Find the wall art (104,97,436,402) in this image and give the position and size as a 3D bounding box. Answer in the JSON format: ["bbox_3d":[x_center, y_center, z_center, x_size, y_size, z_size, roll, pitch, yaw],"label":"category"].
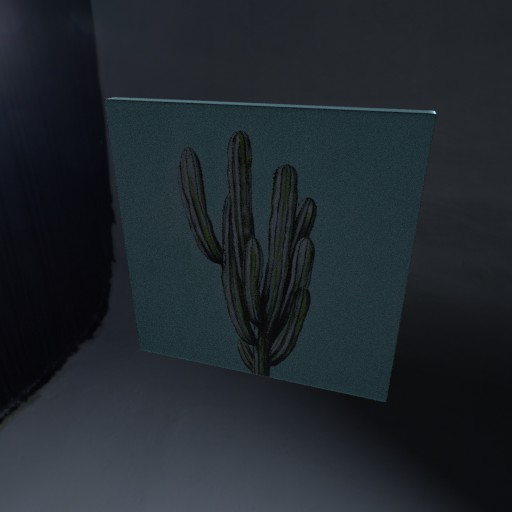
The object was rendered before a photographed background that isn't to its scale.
[{"bbox_3d":[0.000,0.000,1.641,1.071,1.073,0.070,8,27,15],"label":"wall art"}]
